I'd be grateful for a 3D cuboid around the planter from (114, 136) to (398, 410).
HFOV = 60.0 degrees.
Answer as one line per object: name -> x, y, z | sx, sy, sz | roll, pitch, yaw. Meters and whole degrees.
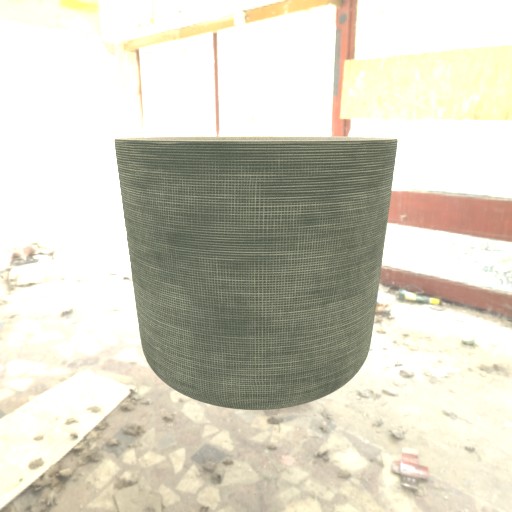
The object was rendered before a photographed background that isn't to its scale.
planter -> 0.000, 0.000, 0.772 | 0.440, 0.398, 0.440 | 0, 16, 0
